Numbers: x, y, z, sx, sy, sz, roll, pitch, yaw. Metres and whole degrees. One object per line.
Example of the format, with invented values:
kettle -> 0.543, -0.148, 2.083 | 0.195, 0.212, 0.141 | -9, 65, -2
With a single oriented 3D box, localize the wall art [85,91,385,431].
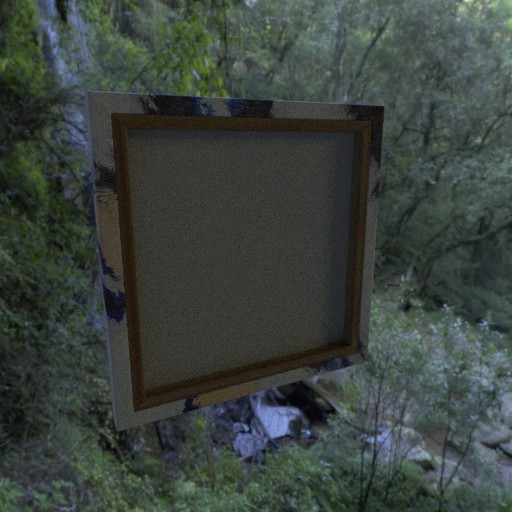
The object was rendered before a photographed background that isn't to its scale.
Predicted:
wall art -> 0.000, 0.000, 0.914 | 0.609, 0.609, 0.039 | -7, 16, -26
